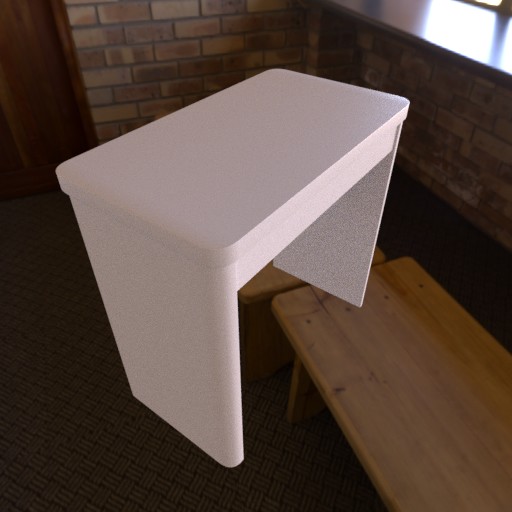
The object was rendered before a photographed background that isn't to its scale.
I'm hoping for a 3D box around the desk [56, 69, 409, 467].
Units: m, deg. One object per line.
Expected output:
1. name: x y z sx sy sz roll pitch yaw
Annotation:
1. desk: 0.000 0.000 1.264 0.446 0.760 0.790 26 47 27
